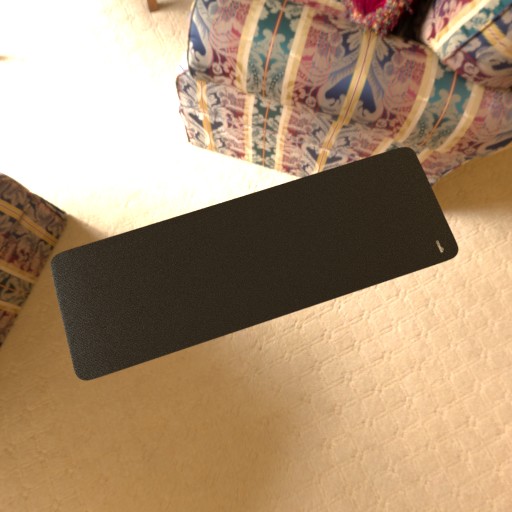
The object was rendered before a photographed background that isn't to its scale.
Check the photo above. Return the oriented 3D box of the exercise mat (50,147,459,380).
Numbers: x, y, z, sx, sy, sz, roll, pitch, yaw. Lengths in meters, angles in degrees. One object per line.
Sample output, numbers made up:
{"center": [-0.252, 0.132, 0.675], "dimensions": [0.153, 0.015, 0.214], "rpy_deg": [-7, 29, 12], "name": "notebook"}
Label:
{"center": [0.000, 0.000, 2.100], "dimensions": [1.869, 0.021, 0.616], "rpy_deg": [-18, 76, -5], "name": "exercise mat"}
